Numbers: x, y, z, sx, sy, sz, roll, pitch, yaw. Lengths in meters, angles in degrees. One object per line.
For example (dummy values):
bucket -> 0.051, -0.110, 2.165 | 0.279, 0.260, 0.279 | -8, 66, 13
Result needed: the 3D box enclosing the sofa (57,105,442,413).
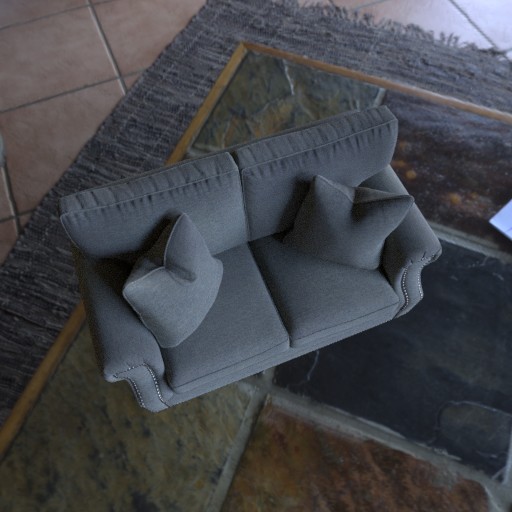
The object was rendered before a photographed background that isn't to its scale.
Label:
sofa -> 0.000, 0.000, 2.261 | 1.701, 0.966, 0.966 | -19, 64, -10
